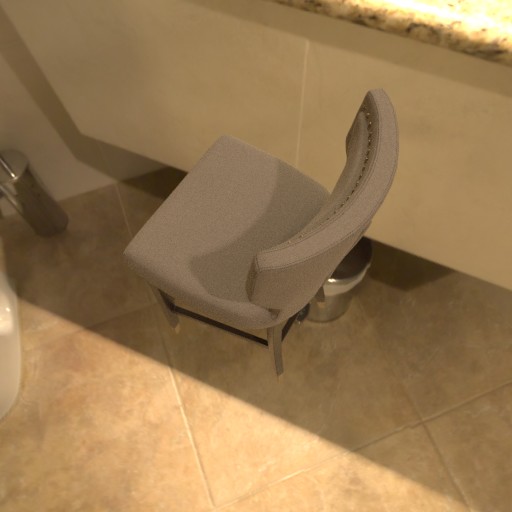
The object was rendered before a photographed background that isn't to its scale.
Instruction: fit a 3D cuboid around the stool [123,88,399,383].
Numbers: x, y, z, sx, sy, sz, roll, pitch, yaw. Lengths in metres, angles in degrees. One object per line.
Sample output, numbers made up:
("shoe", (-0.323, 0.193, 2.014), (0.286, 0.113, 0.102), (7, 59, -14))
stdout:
("stool", (0.000, 0.000, 1.368), (0.563, 1.092, 0.526), (29, 67, 14))
